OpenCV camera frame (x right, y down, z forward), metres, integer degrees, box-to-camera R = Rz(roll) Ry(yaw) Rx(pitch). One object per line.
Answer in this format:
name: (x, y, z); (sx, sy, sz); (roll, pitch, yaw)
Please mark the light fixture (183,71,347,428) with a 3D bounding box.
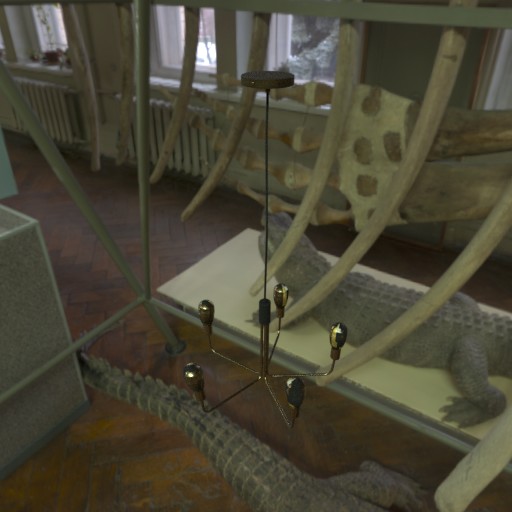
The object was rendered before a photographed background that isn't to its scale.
light fixture: (0.000, 0.000, 1.384); (0.532, 1.059, 0.588); (19, 36, 28)
